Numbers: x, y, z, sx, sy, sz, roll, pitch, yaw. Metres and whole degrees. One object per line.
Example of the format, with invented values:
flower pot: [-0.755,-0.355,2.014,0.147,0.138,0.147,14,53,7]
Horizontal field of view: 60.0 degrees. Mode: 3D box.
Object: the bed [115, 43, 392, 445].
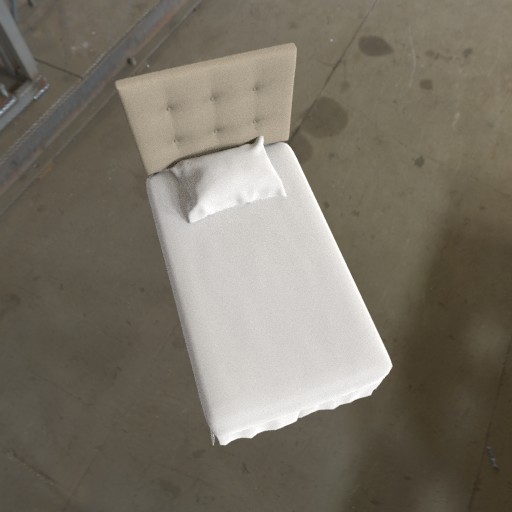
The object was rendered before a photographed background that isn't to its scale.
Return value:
bed: [0.000,0.000,2.953,1.261,1.571,1.997,-16,64,-8]
